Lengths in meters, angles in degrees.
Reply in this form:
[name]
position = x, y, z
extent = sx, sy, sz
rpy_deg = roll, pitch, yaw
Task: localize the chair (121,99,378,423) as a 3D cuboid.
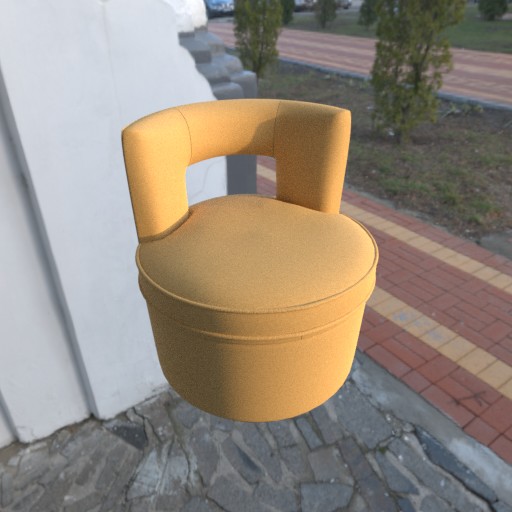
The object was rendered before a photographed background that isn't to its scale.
[chair]
position = 0.000, 0.000, 1.240
extent = 0.650, 0.723, 0.665
rpy_deg = -10, 33, -16
